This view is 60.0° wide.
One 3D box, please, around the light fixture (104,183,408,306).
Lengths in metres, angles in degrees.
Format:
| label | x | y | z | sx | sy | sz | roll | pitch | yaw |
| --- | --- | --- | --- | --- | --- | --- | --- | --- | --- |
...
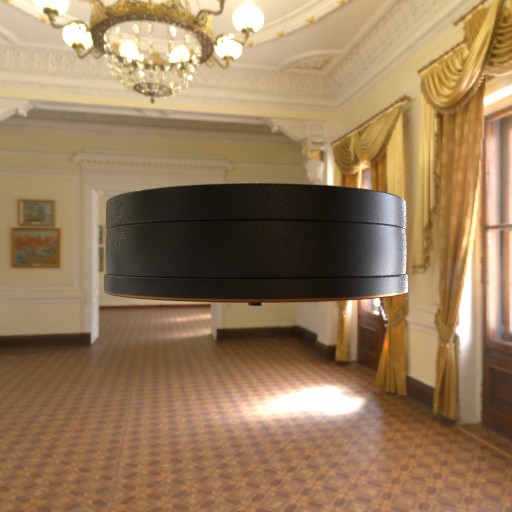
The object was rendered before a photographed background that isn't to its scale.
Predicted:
| label | x | y | z | sx | sy | sz | roll | pitch | yaw |
| --- | --- | --- | --- | --- | --- | --- | --- | --- | --- |
| light fixture | 0.000 | 0.000 | 0.437 | 0.283 | 0.097 | 0.283 | 0 | -1 | 0 |
